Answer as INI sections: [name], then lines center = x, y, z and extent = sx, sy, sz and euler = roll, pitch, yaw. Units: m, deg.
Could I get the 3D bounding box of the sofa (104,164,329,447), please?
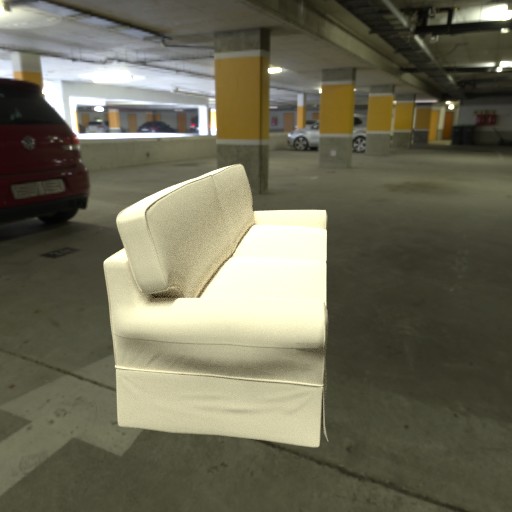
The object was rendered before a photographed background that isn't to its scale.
[sofa]
center = 0.000, 0.000, 2.551
extent = 0.862, 0.937, 2.021
euler = 2, 17, 8
